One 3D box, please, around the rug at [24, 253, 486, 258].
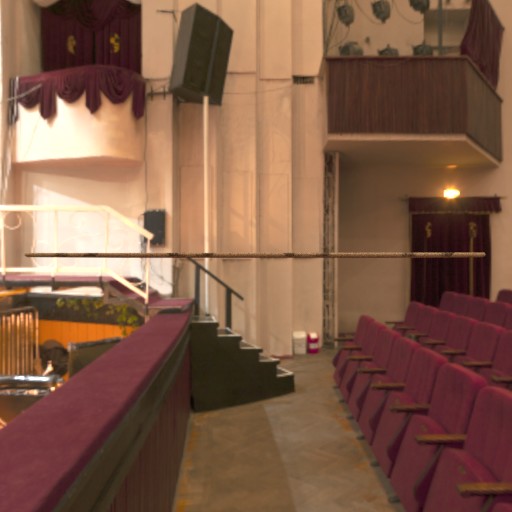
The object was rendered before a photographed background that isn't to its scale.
[{"bbox_3d":[0.000,0.000,3.469,2.701,0.026,1.801,0,0,2],"label":"rug"}]
